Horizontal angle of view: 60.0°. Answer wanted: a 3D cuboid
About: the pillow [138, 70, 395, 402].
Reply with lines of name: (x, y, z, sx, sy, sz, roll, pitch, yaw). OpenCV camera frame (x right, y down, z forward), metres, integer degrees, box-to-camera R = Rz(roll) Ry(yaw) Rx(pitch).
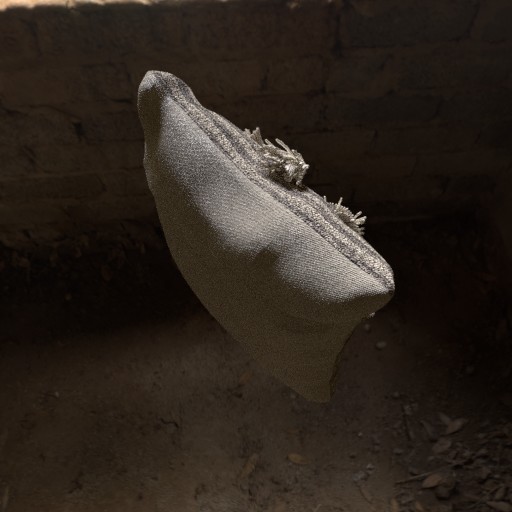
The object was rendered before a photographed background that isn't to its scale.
pillow: (0.000, 0.000, 0.774, 0.234, 0.490, 0.484, -35, 66, -19)
